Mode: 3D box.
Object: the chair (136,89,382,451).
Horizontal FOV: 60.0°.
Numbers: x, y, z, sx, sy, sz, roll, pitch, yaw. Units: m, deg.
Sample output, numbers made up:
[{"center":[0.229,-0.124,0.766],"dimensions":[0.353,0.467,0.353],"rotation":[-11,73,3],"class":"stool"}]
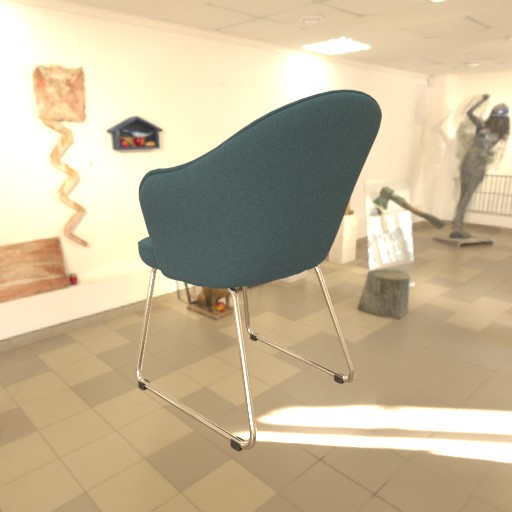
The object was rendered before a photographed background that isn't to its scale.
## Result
[{"center":[0.000,0.000,1.211],"dimensions":[0.570,0.815,0.585],"rotation":[-15,21,-43],"class":"chair"}]
